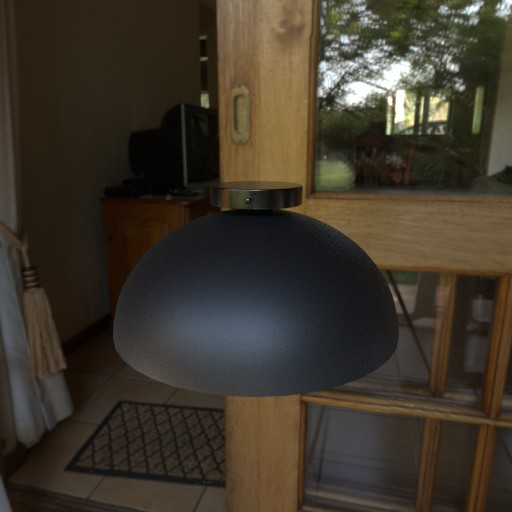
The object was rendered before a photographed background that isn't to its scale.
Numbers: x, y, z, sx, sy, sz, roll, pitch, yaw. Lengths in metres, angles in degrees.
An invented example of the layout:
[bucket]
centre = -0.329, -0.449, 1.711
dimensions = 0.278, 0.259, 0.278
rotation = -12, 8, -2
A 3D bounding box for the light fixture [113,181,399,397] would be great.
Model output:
[light fixture]
centre = 0.000, 0.000, 0.556
dimensions = 0.355, 0.177, 0.355
rotation = 0, 14, 0
